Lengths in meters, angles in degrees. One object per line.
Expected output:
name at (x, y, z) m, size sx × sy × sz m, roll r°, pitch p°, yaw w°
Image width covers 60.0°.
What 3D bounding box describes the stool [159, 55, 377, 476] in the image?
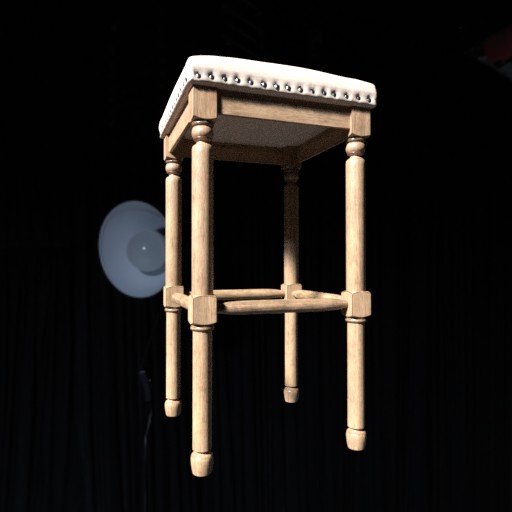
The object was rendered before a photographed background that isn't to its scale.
stool at (0.000, 0.000, 0.988) m, size 0.382 × 0.768 × 0.383 m, roll 0°, pitch -1°, yaw -20°
